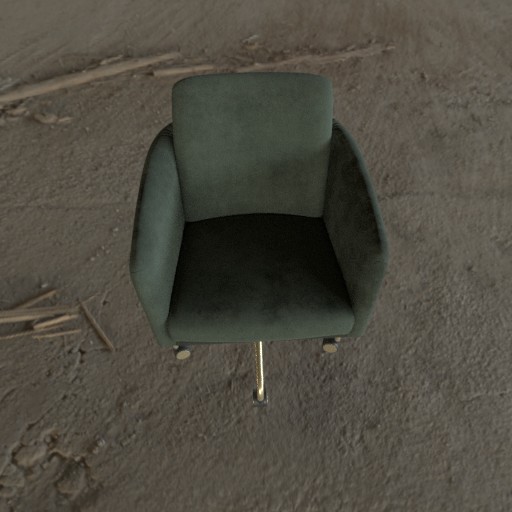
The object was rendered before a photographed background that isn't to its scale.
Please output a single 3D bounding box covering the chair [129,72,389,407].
[{"bbox_3d":[0.000,0.000,1.380,0.641,0.908,0.635,-2,47,-2],"label":"chair"}]
